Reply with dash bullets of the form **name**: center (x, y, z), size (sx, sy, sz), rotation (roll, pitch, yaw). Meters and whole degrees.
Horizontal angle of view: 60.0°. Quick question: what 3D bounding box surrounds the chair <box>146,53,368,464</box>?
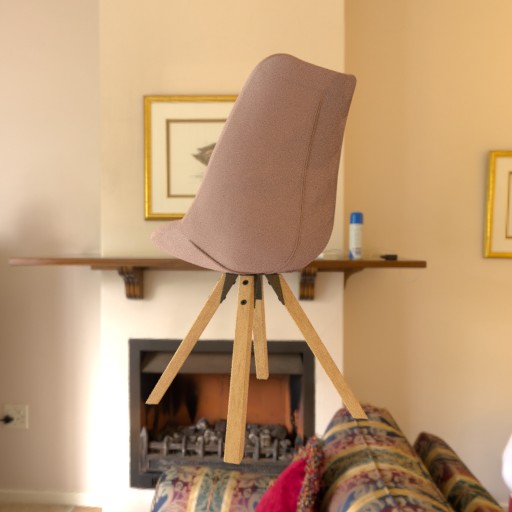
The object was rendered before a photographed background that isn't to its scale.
- **chair**: center (0.000, 0.000, 1.187), size (0.485, 0.850, 0.550), rotation (-1, 2, -36)
